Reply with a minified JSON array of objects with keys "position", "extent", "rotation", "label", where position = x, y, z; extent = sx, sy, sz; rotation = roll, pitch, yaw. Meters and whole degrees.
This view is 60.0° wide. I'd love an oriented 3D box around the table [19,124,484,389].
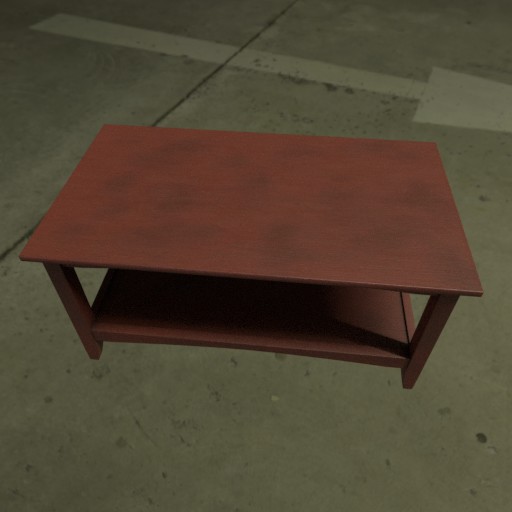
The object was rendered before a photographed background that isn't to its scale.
[{"position":[0.000,0.000,1.236],"extent":[0.943,0.456,0.533],"rotation":[4,47,4],"label":"table"}]
